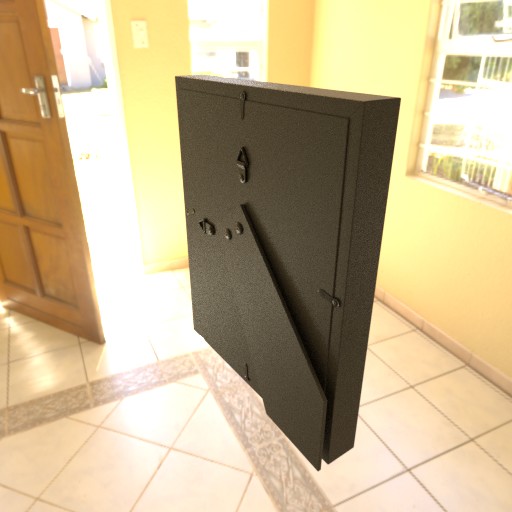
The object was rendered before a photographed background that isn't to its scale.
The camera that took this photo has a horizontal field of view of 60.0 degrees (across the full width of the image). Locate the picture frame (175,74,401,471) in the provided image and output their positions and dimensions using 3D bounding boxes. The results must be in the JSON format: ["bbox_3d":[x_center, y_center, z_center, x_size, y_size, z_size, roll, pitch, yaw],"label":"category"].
[{"bbox_3d":[0.000,0.000,0.392,0.042,0.284,0.232,-17,31,-31],"label":"picture frame"}]
